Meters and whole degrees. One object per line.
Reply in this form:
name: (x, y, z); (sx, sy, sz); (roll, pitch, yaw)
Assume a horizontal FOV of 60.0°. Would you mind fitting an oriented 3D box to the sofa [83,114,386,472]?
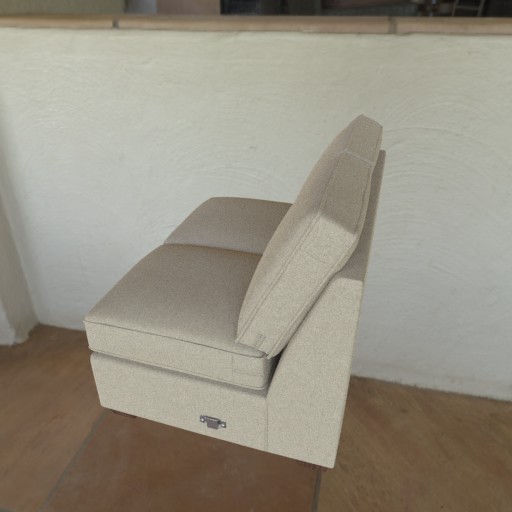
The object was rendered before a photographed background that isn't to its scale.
sofa: (0.000, 0.000, 1.927); (0.951, 1.008, 1.237); (9, 31, 15)
